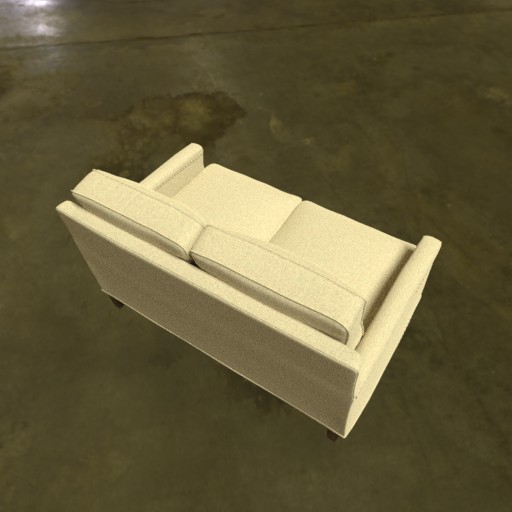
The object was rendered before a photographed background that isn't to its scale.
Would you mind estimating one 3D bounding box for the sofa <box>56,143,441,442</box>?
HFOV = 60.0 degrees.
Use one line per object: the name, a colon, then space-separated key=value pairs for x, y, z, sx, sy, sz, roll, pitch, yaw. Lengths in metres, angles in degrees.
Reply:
sofa: x=0.000 y=0.000 z=2.294 sx=1.597 sy=1.003 sz=1.084 roll=26 pitch=52 yaw=22
